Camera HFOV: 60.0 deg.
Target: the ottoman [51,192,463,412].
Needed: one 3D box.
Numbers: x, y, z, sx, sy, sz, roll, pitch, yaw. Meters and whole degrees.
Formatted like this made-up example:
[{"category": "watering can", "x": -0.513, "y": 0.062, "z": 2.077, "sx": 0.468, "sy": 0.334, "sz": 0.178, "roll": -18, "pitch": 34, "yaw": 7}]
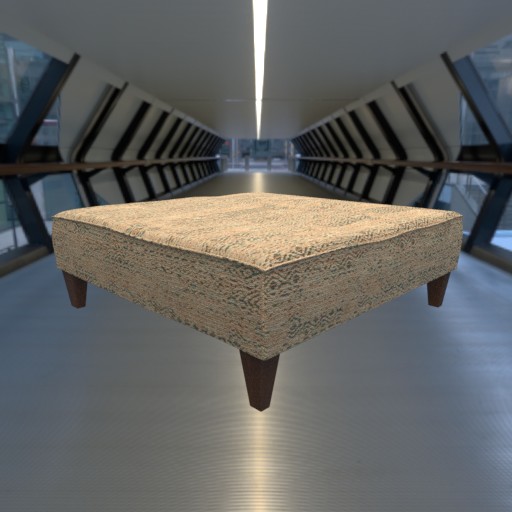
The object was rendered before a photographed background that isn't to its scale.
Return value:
[{"category": "ottoman", "x": 0.000, "y": 0.000, "z": 1.509, "sx": 1.004, "sy": 0.356, "sz": 0.968, "roll": 13, "pitch": 19, "yaw": 43}]
